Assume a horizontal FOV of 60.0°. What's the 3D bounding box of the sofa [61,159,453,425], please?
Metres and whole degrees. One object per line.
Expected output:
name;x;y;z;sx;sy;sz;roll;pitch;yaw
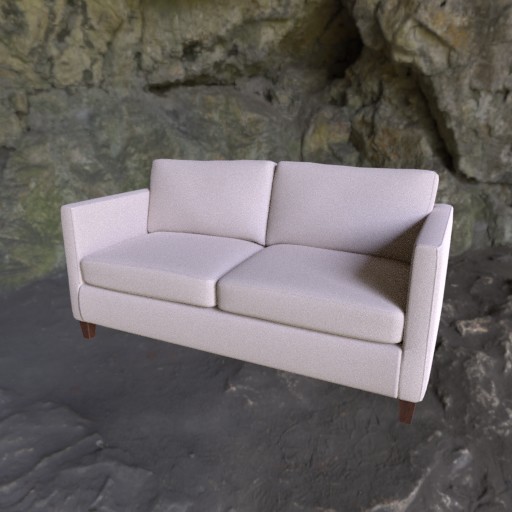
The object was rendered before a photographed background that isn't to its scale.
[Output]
sofa;0.000;0.000;2.190;1.722;0.888;0.873;8;18;24
